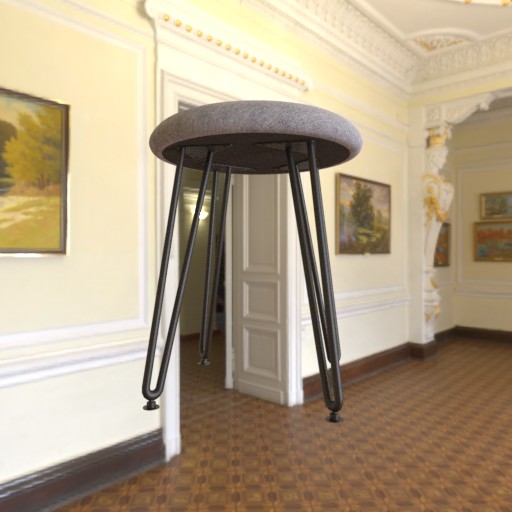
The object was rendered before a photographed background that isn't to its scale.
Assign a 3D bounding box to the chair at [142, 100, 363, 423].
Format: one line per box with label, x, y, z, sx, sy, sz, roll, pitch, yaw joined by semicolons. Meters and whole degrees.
chair;0.000;0.000;0.658;0.350;0.386;0.350;0;0;-35
